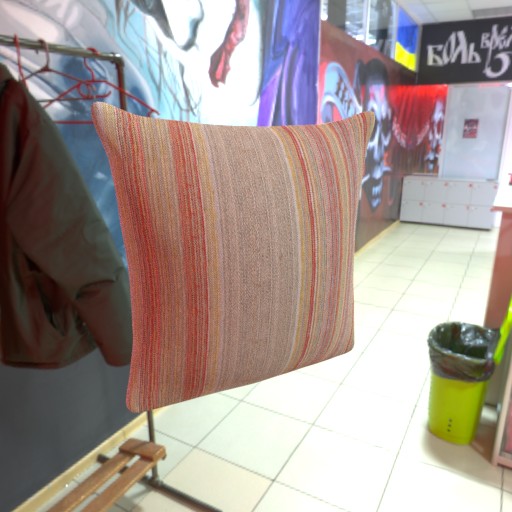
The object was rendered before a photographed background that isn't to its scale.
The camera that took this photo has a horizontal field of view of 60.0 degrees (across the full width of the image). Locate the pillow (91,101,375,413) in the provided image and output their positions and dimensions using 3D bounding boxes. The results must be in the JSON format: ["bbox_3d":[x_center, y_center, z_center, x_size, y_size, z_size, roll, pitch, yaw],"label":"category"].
[{"bbox_3d":[0.000,0.000,0.698,0.451,0.449,0.191,-8,18,-26],"label":"pillow"}]
